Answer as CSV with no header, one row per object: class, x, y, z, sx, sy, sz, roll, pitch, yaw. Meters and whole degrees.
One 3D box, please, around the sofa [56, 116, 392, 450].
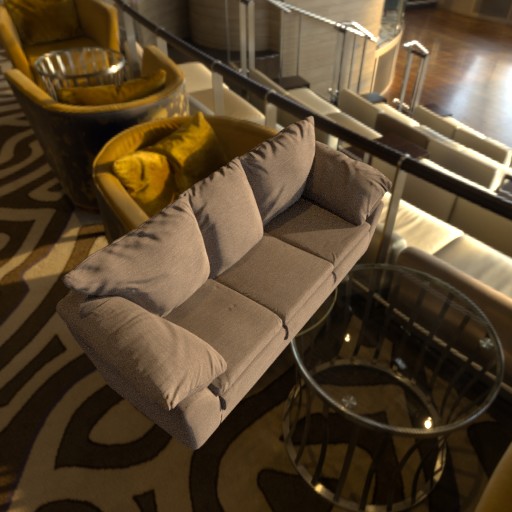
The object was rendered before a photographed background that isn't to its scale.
sofa,0.000,0.000,2.892,0.927,1.043,2.390,26,47,26
